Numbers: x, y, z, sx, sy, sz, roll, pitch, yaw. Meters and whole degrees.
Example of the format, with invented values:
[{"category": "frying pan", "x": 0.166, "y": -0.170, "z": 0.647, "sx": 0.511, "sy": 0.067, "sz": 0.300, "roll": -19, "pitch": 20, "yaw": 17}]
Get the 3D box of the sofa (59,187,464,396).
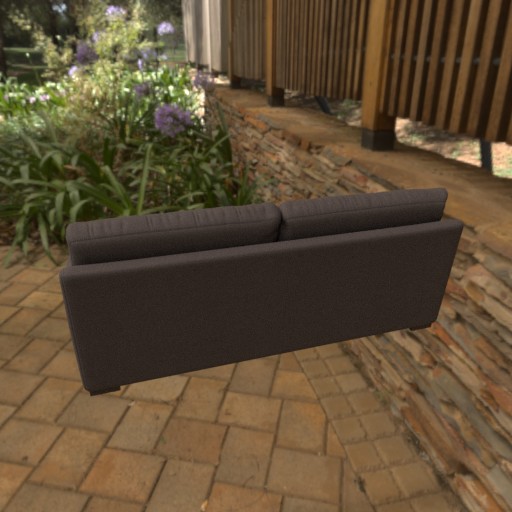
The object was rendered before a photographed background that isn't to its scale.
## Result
[{"category": "sofa", "x": 0.000, "y": 0.000, "z": 2.871, "sx": 2.271, "sy": 0.950, "sz": 1.140, "roll": -8, "pitch": 25, "yaw": -16}]
